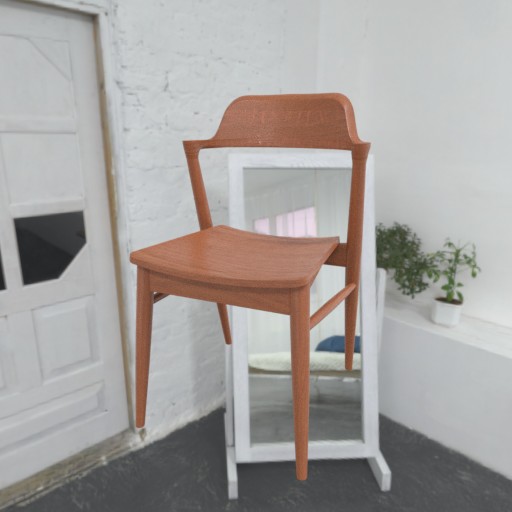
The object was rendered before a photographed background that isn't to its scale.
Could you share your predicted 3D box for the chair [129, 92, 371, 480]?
[{"bbox_3d":[0.000,0.000,1.120,0.496,0.801,0.499,7,18,23],"label":"chair"}]
